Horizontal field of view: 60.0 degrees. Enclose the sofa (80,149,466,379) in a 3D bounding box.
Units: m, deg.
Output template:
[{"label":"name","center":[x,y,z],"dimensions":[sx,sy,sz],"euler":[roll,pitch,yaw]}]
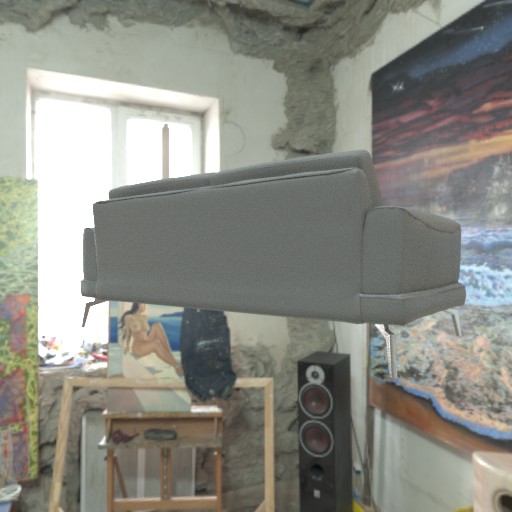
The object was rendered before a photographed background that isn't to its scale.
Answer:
[{"label":"sofa","center":[0.000,0.000,2.702],"dimensions":[2.177,0.930,1.121],"euler":[0,0,36]}]
